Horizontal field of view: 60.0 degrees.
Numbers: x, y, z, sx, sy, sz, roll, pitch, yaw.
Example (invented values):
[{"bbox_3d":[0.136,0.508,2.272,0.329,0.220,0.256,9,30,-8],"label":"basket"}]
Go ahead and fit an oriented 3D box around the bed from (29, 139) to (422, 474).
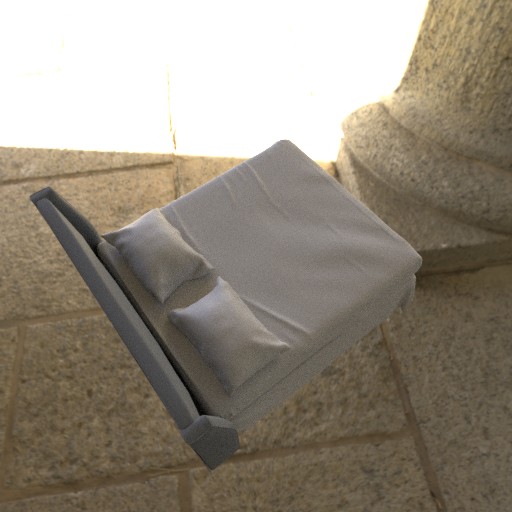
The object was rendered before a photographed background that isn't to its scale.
[{"bbox_3d":[0.000,0.000,3.374,2.276,1.332,1.925,-33,64,-18],"label":"bed"}]
